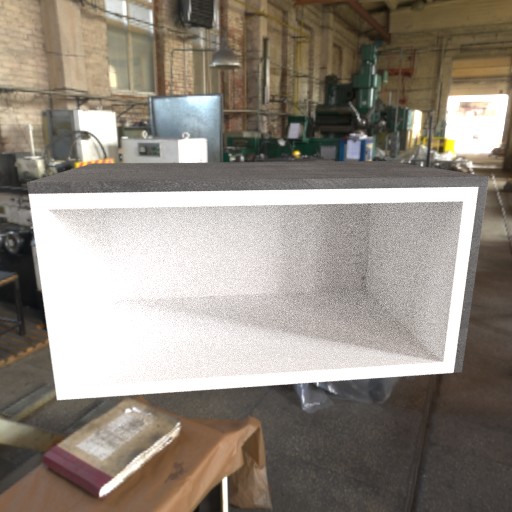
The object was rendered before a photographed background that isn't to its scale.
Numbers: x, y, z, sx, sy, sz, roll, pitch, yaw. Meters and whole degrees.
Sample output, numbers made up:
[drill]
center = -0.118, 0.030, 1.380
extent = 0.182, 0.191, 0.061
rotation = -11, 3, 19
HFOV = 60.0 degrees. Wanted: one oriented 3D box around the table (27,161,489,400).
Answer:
[table]
center = 0.000, 0.000, 0.903
extent = 0.700, 0.350, 0.400
rotation = -2, 16, -7
